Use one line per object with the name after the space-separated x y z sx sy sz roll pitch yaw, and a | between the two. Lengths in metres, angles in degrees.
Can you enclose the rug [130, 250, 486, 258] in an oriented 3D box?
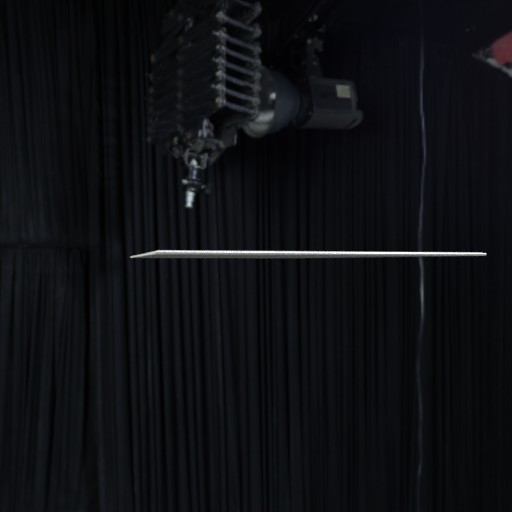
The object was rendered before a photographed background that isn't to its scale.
0.000 0.000 3.499 1.819 0.018 2.746 0 -1 -18 | rug
